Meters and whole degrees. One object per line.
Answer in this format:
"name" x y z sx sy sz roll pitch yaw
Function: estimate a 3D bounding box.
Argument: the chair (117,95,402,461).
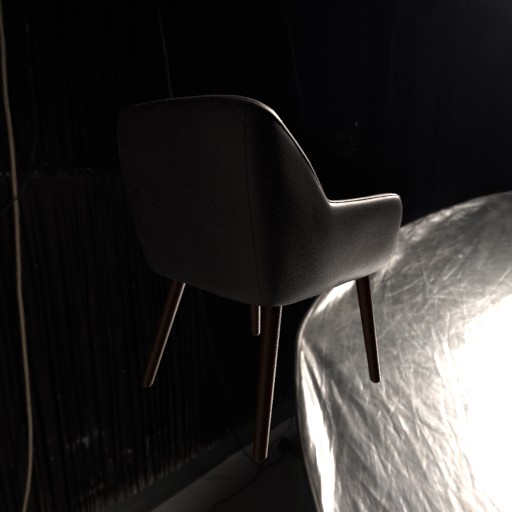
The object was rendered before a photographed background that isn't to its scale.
"chair" 0.000 0.000 1.288 0.610 0.828 0.610 13 19 42
